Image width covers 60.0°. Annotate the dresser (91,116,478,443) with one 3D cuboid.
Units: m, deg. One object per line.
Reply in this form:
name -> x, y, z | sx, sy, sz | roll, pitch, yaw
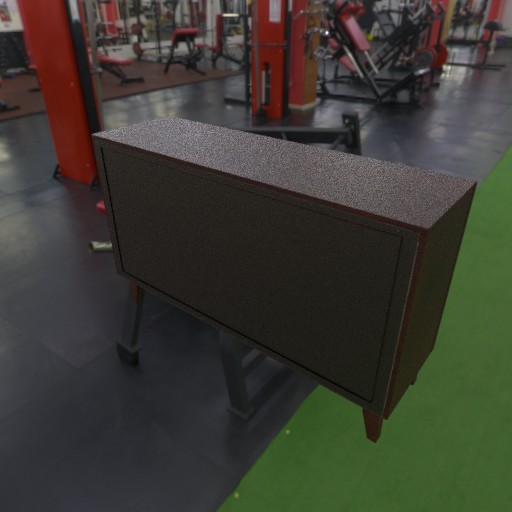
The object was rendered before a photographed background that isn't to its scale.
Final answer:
dresser -> 0.000, 0.000, 2.073 | 1.609, 0.971, 0.499 | 22, 36, 33
